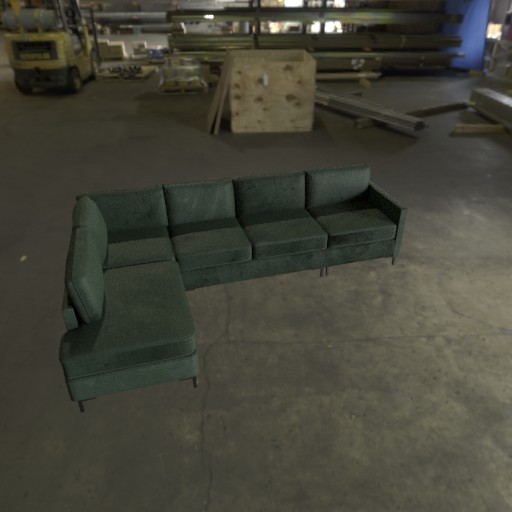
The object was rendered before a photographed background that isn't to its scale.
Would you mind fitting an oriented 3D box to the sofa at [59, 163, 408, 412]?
[{"bbox_3d":[0.000,0.000,4.246,3.384,0.996,2.048,-9,32,-14],"label":"sofa"}]
